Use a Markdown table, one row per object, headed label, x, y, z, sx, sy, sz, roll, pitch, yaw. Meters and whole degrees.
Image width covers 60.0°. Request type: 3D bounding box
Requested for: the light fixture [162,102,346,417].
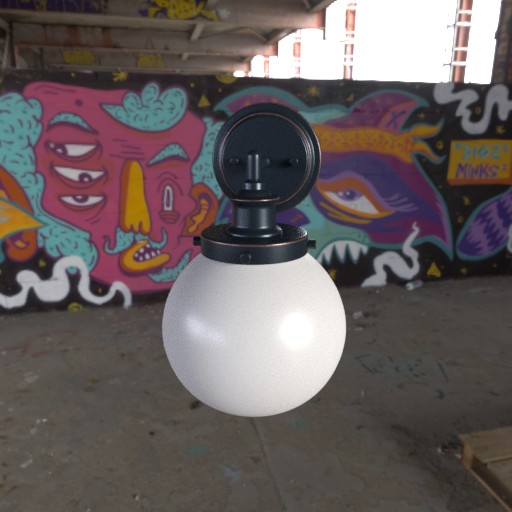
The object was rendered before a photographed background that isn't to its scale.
| label | x | y | z | sx | sy | sz | roll | pitch | yaw |
| --- | --- | --- | --- | --- | --- | --- | --- | --- | --- |
| light fixture | 0.000 | 0.000 | 0.482 | 0.197 | 0.332 | 0.230 | 2 | 15 | 7 |
